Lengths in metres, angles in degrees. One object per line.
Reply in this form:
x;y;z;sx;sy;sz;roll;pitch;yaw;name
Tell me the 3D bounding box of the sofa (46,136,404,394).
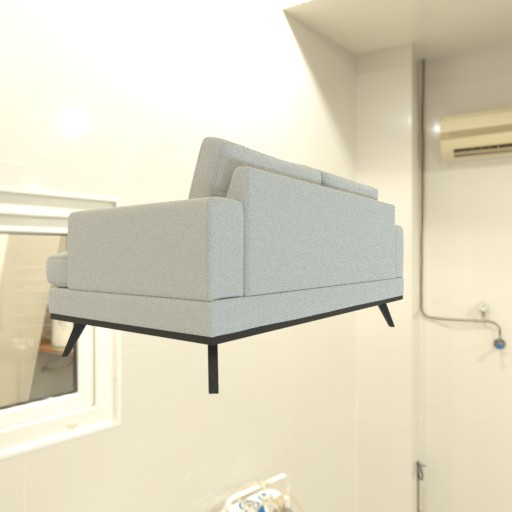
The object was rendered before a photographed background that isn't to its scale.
0.000;0.000;2.169;0.920;0.810;1.650;0;0;37;sofa
